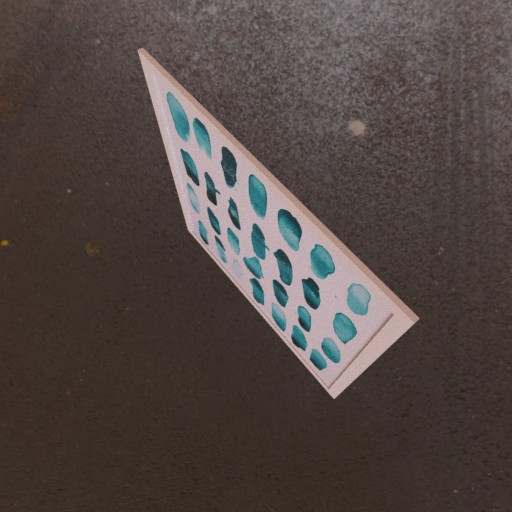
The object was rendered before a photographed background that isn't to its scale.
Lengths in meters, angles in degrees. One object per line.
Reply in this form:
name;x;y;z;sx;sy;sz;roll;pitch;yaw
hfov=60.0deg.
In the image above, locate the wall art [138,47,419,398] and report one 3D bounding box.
wall art;0.000;0.000;1.212;0.013;0.813;0.812;-36;69;-16
